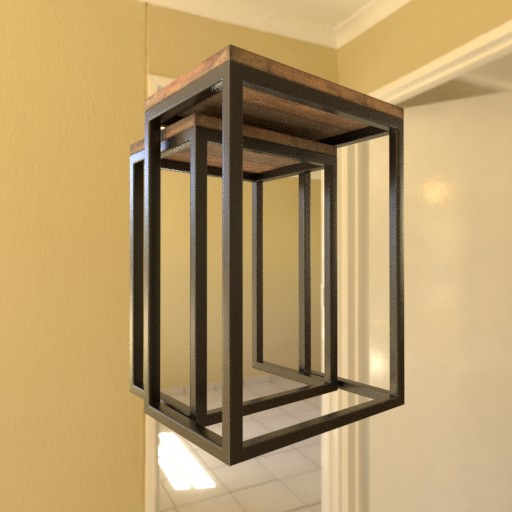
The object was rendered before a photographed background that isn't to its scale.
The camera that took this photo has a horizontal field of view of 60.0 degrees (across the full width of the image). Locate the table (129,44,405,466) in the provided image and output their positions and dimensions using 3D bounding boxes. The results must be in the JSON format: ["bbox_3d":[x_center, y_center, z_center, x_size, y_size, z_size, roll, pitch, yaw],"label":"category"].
[{"bbox_3d":[0.000,0.000,0.957,0.456,0.615,0.460,0,-1,-36],"label":"table"}]
